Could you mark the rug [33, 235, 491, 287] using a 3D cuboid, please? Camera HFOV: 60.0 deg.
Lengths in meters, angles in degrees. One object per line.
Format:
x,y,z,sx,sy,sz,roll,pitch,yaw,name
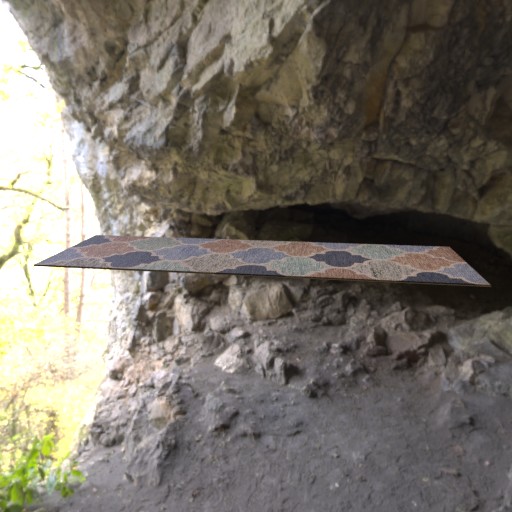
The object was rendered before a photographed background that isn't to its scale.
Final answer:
0.000,0.000,2.520,2.287,0.011,0.687,2,16,8,rug
